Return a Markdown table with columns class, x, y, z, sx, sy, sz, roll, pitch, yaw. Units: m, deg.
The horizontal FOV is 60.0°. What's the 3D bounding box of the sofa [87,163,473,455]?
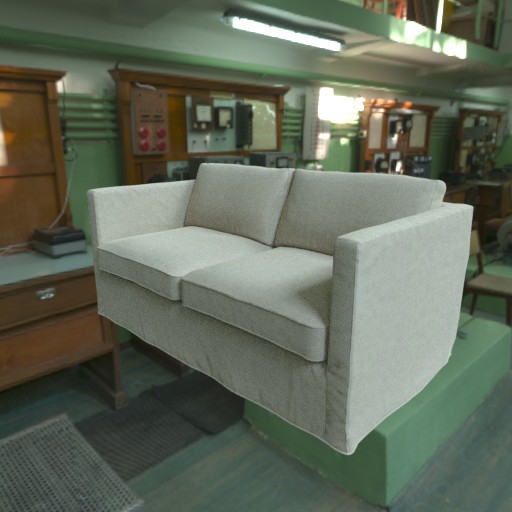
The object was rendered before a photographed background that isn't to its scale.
| class | x | y | z | sx | sy | sz | roll | pitch | yaw |
| --- | --- | --- | --- | --- | --- | --- | --- | --- | --- |
| sofa | 0.000 | 0.000 | 2.204 | 1.719 | 0.835 | 0.962 | 15 | 21 | 42 |
